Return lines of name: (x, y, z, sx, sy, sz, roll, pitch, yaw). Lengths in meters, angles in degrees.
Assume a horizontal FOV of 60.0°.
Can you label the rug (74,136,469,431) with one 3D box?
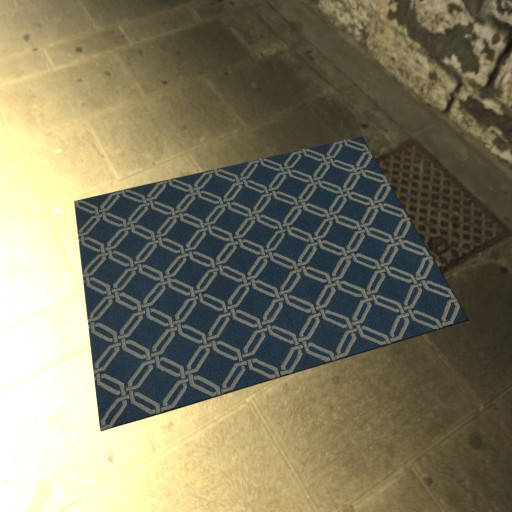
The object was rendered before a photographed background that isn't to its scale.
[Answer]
rug: (0.000, 0.000, 4.397, 3.342, 0.018, 2.432, -14, 60, -8)
